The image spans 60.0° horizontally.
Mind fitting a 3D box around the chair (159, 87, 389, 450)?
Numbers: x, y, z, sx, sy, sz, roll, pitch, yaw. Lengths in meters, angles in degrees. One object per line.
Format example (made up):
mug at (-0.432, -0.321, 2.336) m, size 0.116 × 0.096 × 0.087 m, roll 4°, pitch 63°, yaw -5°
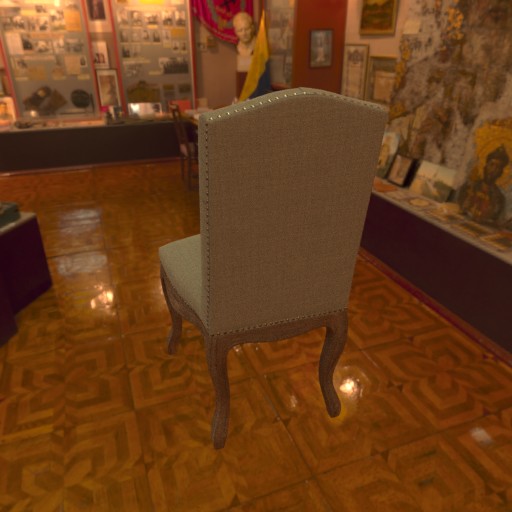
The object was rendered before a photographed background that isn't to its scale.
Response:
chair at (0.000, 0.000, 1.585) m, size 0.637 × 1.191 × 0.731 m, roll -9°, pitch 28°, yaw -17°
